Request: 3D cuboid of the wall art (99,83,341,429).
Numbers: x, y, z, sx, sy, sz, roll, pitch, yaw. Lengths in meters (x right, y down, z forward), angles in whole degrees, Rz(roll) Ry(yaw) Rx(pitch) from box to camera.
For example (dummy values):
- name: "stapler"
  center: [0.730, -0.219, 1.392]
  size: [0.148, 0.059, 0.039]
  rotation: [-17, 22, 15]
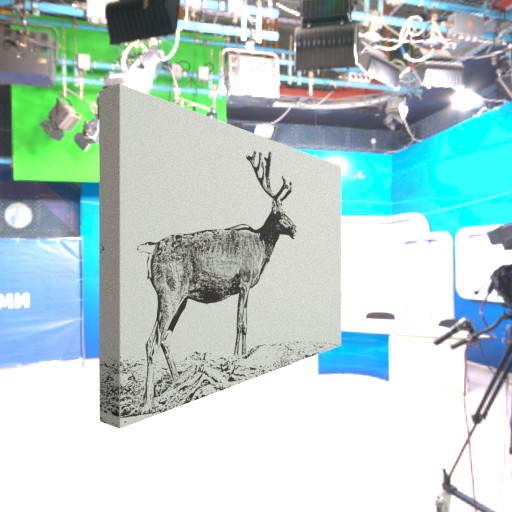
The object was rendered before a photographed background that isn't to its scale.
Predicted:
- name: "wall art"
  center: [0.000, 0.000, 0.788]
  size: [0.042, 0.414, 0.608]
  rotation: [0, 0, 36]
